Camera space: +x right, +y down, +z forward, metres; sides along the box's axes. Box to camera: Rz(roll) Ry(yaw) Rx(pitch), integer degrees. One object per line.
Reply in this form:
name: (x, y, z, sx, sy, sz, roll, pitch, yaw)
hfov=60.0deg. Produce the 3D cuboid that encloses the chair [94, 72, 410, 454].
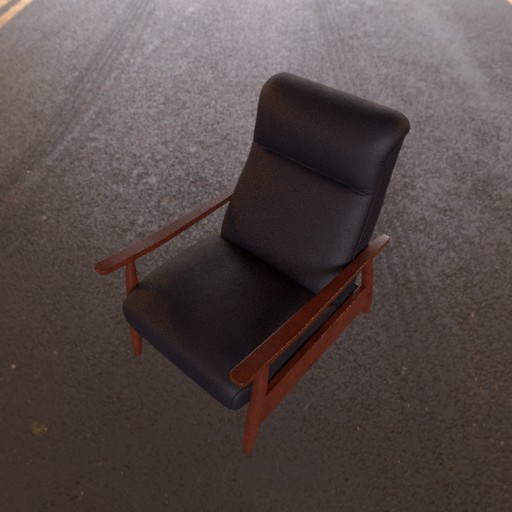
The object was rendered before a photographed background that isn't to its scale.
chair: (0.000, 0.000, 1.828, 0.762, 1.082, 1.014, 32, 53, 27)
